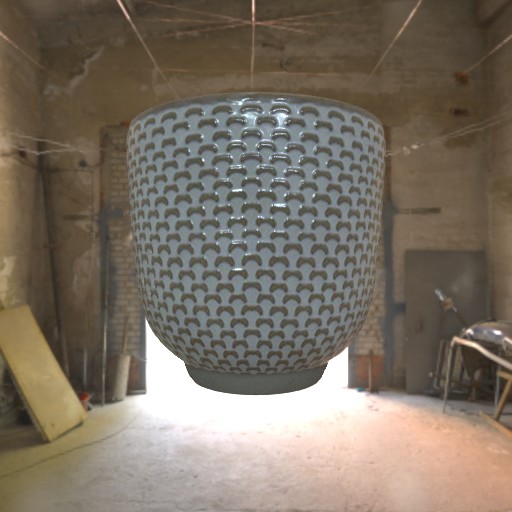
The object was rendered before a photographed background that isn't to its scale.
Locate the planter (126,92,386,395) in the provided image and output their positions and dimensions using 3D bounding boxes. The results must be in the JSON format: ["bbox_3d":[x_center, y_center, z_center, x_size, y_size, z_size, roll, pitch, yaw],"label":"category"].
[{"bbox_3d":[0.000,0.000,0.351,0.197,0.191,0.197,0,0,0],"label":"planter"}]
